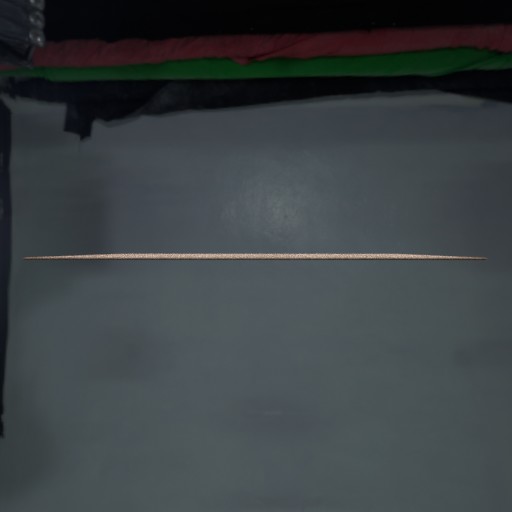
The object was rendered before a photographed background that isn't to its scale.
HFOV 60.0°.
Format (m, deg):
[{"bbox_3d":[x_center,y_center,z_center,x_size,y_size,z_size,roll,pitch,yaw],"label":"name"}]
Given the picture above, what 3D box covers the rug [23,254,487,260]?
[{"bbox_3d":[0.000,0.000,2.933,2.286,0.011,1.524,0,1,2],"label":"rug"}]
